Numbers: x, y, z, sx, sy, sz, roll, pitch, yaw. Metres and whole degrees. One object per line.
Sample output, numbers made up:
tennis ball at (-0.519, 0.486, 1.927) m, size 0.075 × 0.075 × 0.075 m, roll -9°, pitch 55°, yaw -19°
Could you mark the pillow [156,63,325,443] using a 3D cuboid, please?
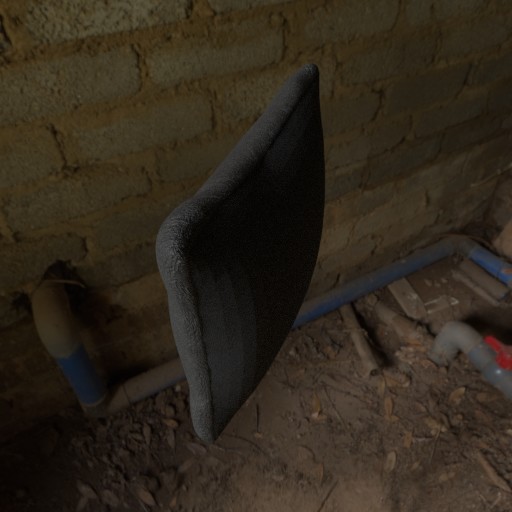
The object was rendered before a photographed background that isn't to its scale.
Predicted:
pillow at (0.000, 0.000, 0.818) m, size 0.210 × 0.523 × 0.533 m, roll 16°, pitch 48°, yaw 15°
